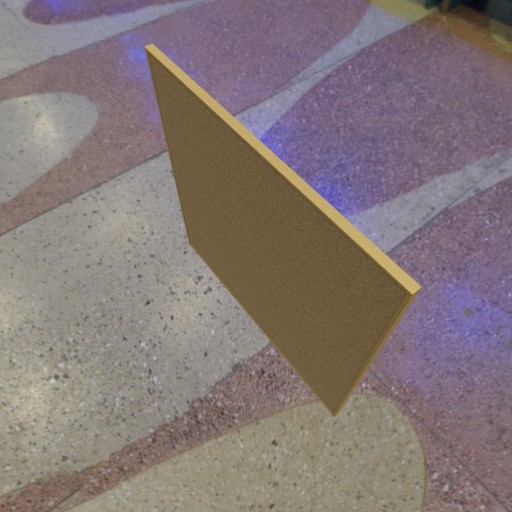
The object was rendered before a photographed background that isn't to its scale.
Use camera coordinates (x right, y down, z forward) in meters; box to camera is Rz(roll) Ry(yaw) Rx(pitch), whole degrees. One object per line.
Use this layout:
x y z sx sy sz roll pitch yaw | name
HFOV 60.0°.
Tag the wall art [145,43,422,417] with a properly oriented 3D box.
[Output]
0.000 0.000 0.671 0.013 0.455 0.457 -33 63 -19 | wall art
